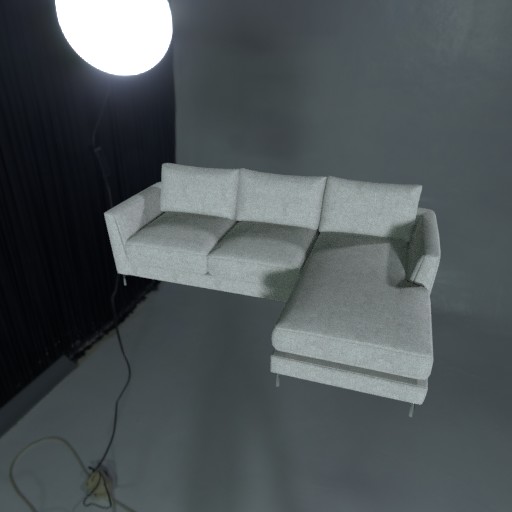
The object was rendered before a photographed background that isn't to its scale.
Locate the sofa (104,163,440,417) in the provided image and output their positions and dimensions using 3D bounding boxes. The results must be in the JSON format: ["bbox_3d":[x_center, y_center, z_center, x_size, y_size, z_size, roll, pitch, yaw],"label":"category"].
[{"bbox_3d":[0.000,0.000,3.189,2.438,0.864,1.626,8,28,16],"label":"sofa"}]
